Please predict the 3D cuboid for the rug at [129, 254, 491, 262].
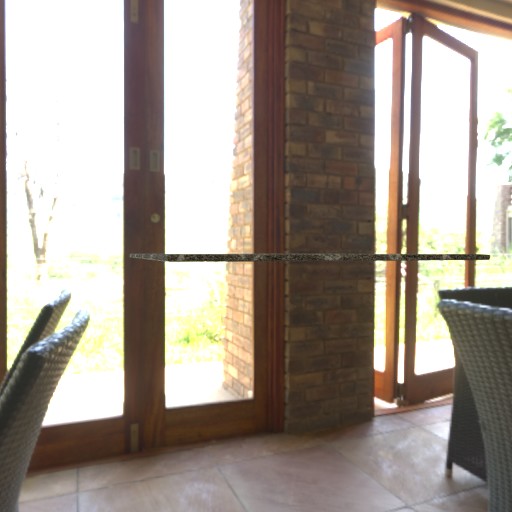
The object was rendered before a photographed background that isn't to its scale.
[{"bbox_3d":[0.000,0.000,2.996,1.524,0.030,2.438,0,0,-19],"label":"rug"}]
